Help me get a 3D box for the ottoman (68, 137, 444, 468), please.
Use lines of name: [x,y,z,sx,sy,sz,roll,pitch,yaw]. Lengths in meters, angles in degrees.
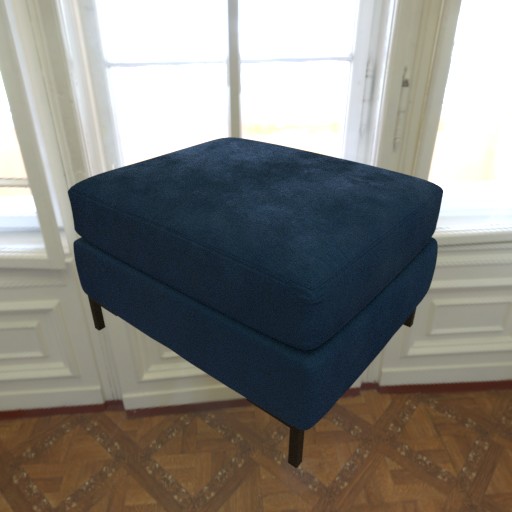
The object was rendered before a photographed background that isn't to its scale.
ottoman: [0.000,0.000,1.209,0.794,0.485,0.655,22,36,33]
